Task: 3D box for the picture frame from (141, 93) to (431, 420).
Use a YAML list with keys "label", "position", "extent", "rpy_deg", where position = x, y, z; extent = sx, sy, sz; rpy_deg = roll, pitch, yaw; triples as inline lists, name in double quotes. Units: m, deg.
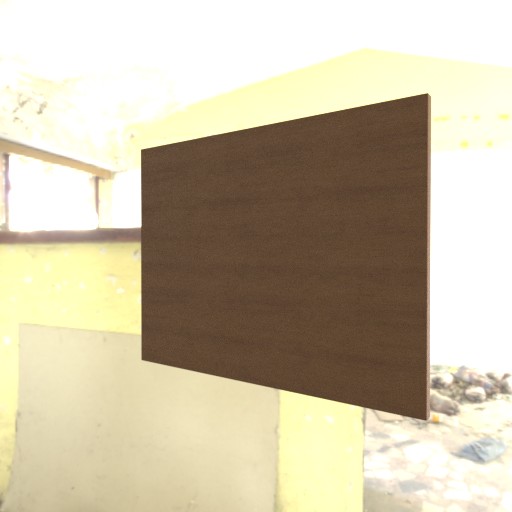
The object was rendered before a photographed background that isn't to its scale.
- label: "picture frame"
  position: [0.000, 0.000, 1.774]
  extent: [1.329, 1.018, 0.045]
  rpy_deg: [0, 1, 35]
